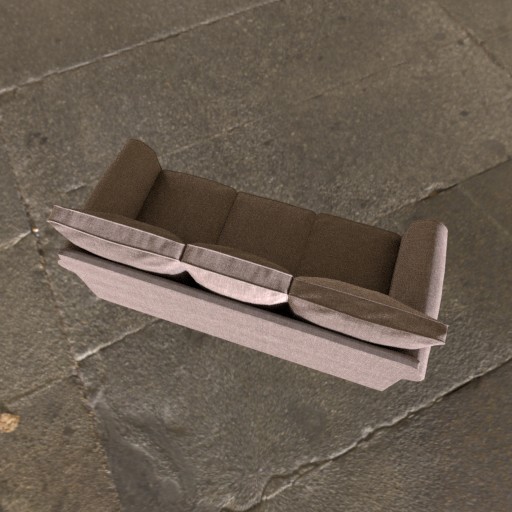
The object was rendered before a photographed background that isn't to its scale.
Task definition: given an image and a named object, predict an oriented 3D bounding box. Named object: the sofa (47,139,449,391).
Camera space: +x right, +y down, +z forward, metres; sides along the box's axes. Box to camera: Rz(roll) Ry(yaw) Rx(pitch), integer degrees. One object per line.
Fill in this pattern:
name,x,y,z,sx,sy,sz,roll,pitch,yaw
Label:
sofa,0.000,0.000,2.659,2.084,0.961,0.916,17,65,8
